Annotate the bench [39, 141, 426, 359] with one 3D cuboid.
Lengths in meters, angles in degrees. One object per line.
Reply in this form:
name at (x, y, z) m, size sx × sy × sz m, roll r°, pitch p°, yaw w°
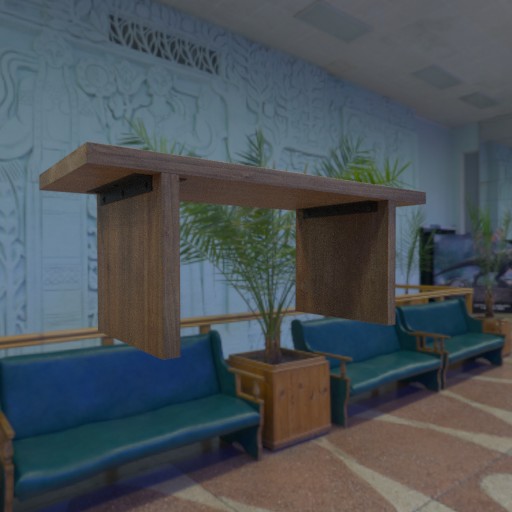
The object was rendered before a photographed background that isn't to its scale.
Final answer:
bench at (0.000, 0.000, 1.421) m, size 1.183 × 0.458 × 0.458 m, roll 0°, pitch 0°, yaw -37°
